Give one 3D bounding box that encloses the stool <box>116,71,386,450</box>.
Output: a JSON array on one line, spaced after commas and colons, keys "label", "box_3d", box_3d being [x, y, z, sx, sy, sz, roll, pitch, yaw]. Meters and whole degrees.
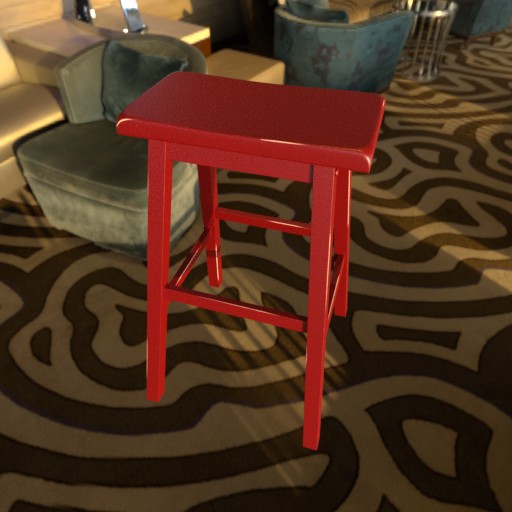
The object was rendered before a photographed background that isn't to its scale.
[{"label": "stool", "box_3d": [0.000, 0.000, 1.049, 0.457, 0.737, 0.476, 12, 43, 13]}]
